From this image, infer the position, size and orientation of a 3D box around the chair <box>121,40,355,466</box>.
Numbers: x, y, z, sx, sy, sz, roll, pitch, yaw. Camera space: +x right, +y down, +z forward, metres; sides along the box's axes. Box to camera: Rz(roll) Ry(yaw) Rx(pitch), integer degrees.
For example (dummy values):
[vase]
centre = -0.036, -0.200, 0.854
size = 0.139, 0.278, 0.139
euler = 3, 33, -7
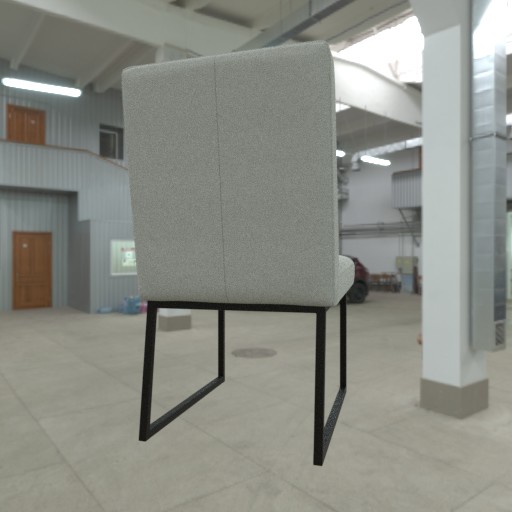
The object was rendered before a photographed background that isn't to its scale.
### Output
[chair]
centre = 0.000, 0.000, 1.291
size = 0.520, 0.930, 0.634
euler = 0, 0, 17
